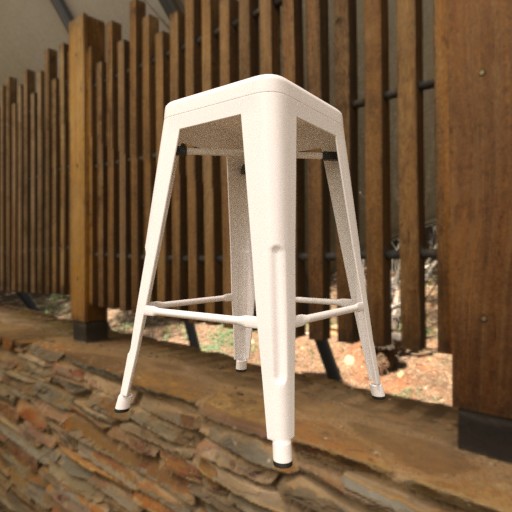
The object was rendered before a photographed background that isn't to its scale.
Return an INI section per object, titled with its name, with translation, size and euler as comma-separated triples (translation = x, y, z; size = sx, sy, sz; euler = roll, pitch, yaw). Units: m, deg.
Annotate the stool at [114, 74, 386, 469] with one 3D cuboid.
[stool]
translation = 0.000, 0.000, 0.913
size = 0.406, 0.610, 0.406
euler = 0, 0, 37
